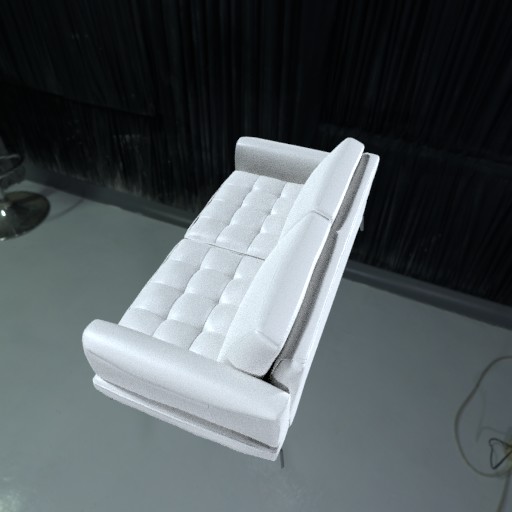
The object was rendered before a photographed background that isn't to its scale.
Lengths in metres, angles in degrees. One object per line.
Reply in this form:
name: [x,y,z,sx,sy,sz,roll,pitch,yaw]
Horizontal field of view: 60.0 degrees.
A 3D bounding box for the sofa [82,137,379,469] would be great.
sofa: [0.000,0.000,2.815,1.121,0.930,2.177,16,47,15]
